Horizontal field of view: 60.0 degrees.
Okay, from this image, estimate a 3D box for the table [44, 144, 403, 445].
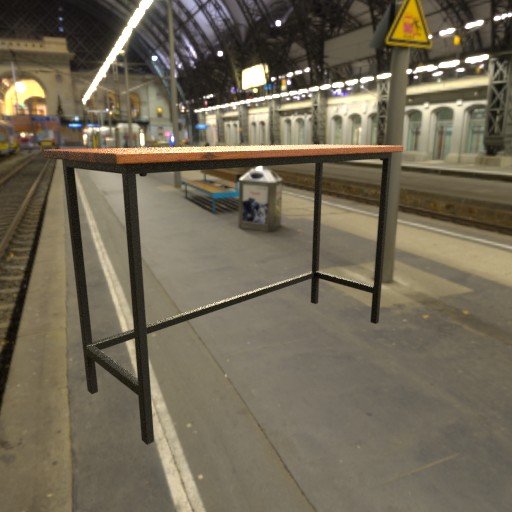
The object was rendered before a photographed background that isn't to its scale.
[{"bbox_3d":[0.000,0.000,1.555,1.204,0.740,0.408,-14,20,-42],"label":"table"}]
